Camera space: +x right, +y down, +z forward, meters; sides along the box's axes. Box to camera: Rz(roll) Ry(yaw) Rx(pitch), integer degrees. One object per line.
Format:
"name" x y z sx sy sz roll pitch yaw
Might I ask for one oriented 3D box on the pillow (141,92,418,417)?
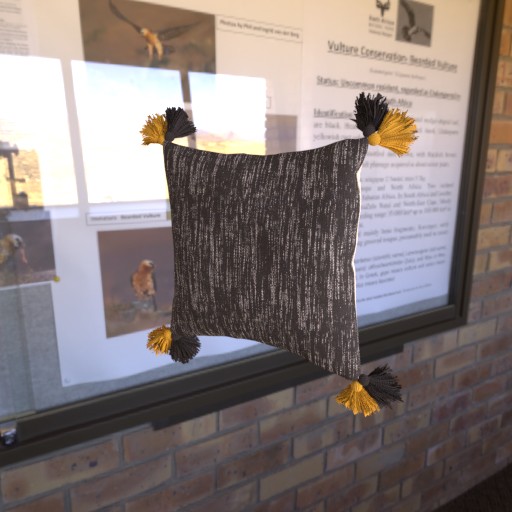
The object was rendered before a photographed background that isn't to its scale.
"pillow" 0.000 0.000 0.963 0.654 0.659 0.139 7 15 27
